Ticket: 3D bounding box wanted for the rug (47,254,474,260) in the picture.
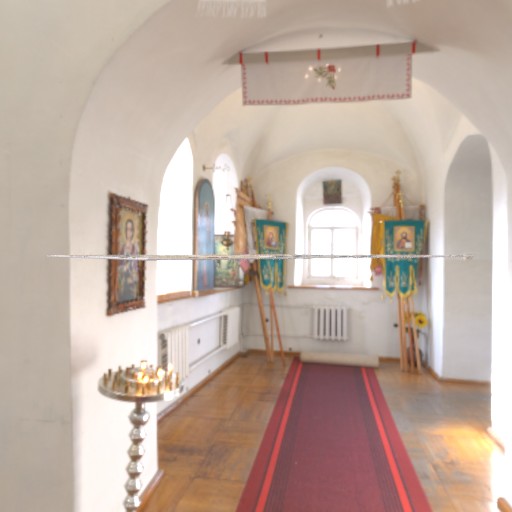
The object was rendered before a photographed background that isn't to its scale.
[{"bbox_3d":[0.000,0.000,4.018,3.040,0.014,2.423,0,1,-36],"label":"rug"}]
